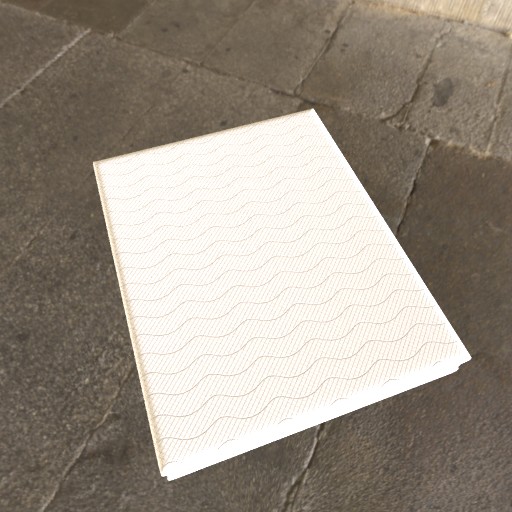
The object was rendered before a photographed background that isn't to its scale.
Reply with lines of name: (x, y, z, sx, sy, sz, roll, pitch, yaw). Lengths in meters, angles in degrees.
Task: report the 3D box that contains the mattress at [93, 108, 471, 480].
mattress: (0.000, 0.000, 2.679, 1.600, 0.230, 2.000, -17, 59, -10)
